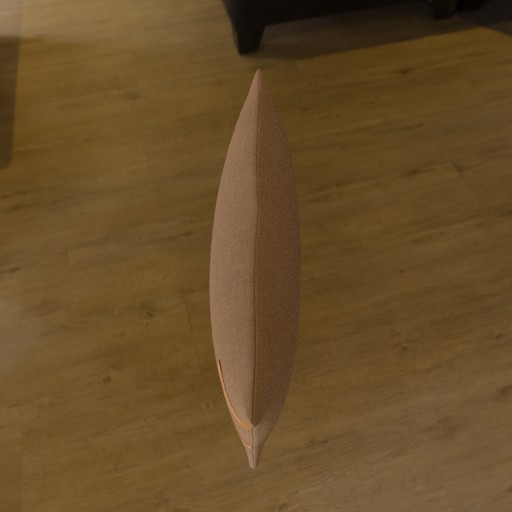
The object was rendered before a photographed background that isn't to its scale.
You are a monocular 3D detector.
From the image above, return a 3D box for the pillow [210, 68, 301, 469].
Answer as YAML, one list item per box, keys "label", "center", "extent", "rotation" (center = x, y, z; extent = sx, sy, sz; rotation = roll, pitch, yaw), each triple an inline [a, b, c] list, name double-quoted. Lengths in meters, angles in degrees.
- label: "pillow"
  center: [0.000, 0.000, 0.742]
  extent: [0.148, 0.308, 0.612]
  rotation: [1, 58, 0]
